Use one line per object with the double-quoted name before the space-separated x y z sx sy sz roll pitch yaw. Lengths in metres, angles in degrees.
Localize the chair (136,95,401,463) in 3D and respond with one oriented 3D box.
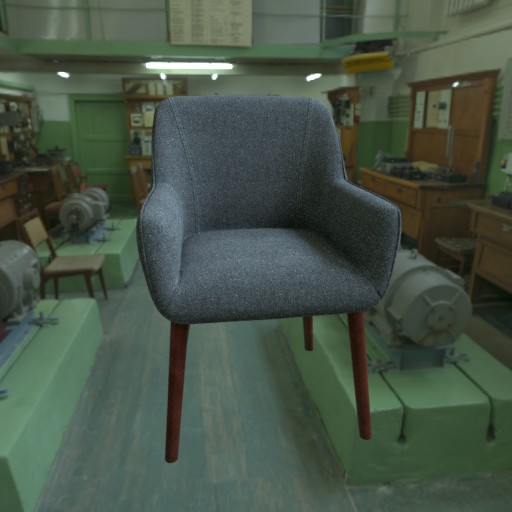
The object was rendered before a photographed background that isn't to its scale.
"chair" 0.000 0.000 1.148 0.543 0.803 0.519 -3 18 -9
